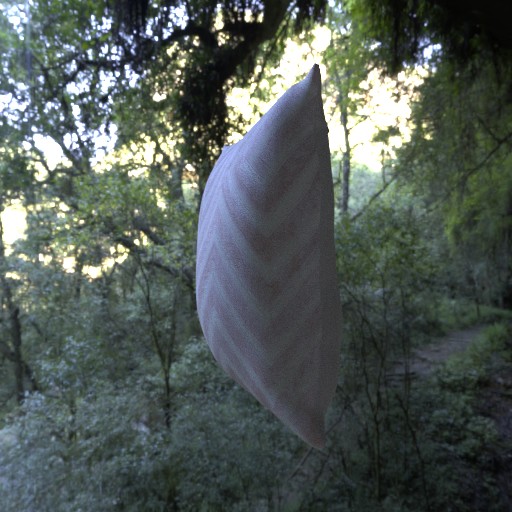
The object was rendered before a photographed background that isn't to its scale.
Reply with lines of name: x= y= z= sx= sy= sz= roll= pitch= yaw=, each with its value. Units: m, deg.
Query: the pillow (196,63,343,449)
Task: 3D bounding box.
pillow: x=0.000 y=0.000 z=0.691 sx=0.182 sy=0.441 sz=0.440 roll=0 pitch=1 yaw=-17
